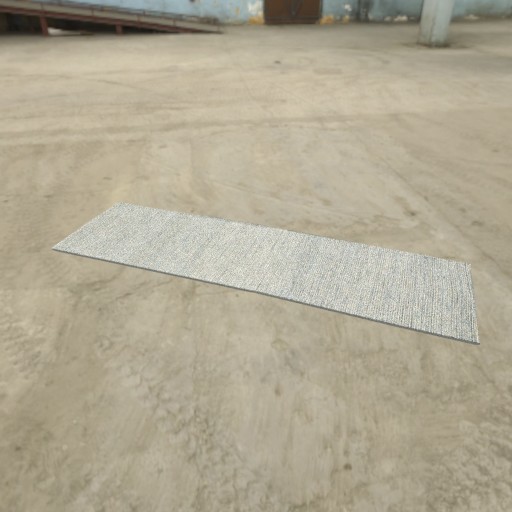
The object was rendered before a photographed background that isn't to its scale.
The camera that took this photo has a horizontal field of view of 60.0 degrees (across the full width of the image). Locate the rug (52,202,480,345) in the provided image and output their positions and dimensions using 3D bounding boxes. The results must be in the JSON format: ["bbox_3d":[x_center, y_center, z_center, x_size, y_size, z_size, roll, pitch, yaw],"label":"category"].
[{"bbox_3d":[0.000,0.000,2.550,2.341,0.037,0.675,11,34,17],"label":"rug"}]
